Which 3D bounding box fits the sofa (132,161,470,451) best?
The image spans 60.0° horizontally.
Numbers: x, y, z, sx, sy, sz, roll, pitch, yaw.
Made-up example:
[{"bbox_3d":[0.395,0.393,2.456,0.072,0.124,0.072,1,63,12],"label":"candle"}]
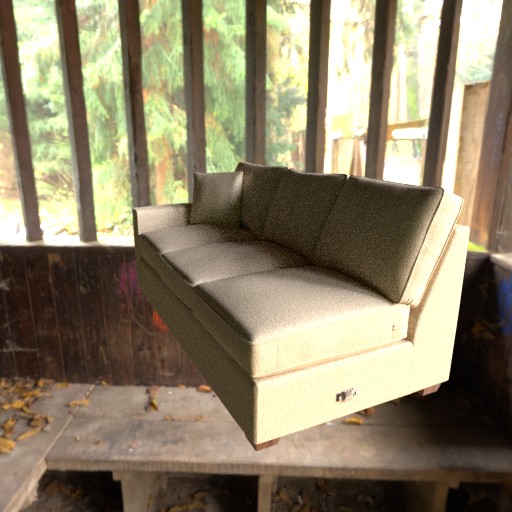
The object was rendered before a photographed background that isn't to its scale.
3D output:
[{"bbox_3d":[0.000,0.000,2.514,1.034,0.946,1.962,-8,17,-25],"label":"sofa"}]
